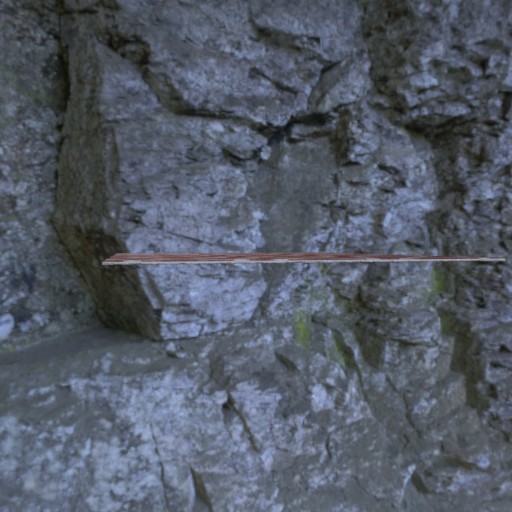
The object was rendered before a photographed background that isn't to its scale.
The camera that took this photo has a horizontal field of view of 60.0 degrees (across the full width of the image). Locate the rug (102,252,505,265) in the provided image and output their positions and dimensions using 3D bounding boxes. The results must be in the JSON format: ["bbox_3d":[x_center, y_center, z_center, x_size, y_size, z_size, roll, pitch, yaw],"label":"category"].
[{"bbox_3d":[0.000,0.000,3.977,2.466,0.021,3.049,0,1,-16],"label":"rug"}]
